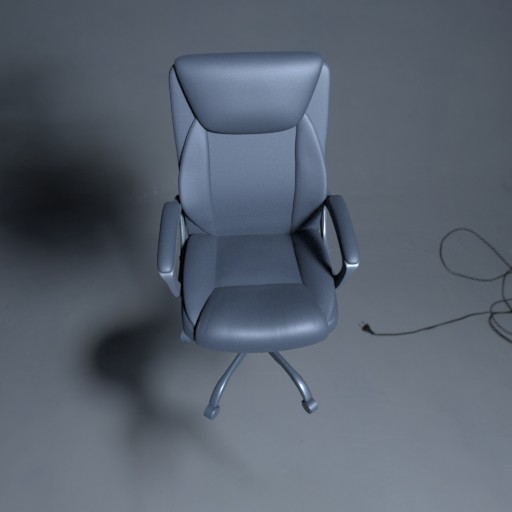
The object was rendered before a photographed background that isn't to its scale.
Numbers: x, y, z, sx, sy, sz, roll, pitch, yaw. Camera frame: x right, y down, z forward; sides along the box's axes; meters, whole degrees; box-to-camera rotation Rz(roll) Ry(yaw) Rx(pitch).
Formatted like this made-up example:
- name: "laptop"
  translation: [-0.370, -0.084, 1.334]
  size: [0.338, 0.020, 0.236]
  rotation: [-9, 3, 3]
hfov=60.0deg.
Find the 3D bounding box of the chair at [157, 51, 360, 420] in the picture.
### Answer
- name: "chair"
  translation: [0.000, 0.000, 1.436]
  size: [0.615, 1.072, 0.655]
  rotation: [-3, 47, -2]
